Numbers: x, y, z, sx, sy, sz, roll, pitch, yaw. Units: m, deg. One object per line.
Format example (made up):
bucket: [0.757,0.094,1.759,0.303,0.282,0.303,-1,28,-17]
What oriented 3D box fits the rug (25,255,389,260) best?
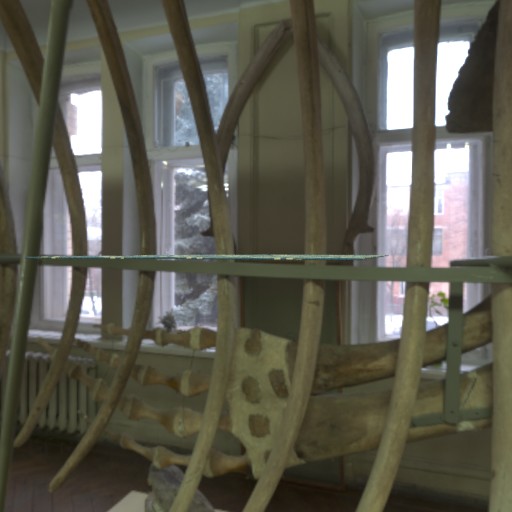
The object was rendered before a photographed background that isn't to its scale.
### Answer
rug: [0.000,0.000,2.776,1.524,0.013,2.135,0,0,19]
